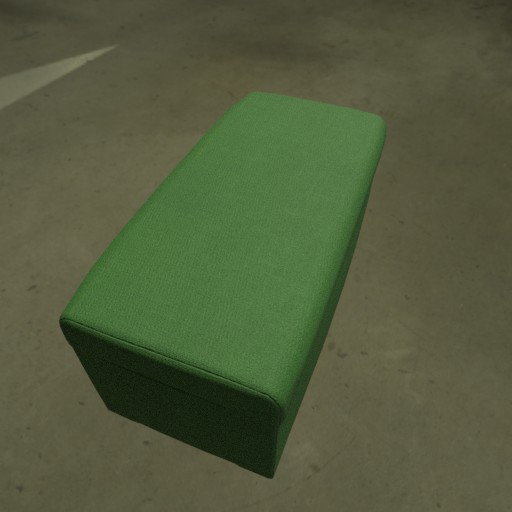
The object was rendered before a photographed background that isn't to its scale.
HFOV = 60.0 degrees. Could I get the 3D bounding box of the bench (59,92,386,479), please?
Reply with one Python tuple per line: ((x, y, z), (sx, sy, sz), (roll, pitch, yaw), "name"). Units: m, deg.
((0.000, 0.000, 1.258), (0.505, 0.501, 0.989), (16, 49, 15), "bench")
